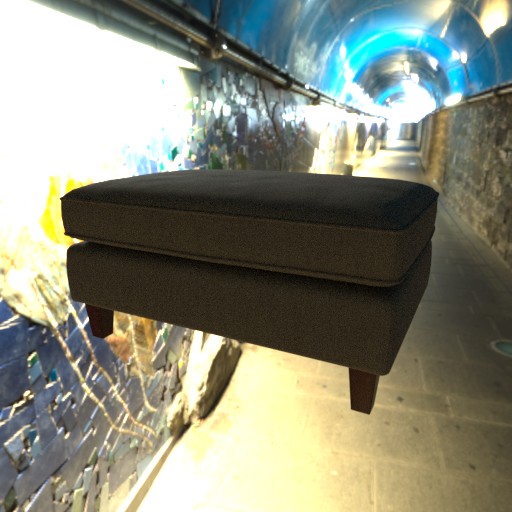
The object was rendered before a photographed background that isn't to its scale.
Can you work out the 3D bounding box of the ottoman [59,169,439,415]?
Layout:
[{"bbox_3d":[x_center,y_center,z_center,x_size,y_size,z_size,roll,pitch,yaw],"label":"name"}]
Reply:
[{"bbox_3d":[0.000,0.000,1.316,0.941,0.480,0.636,8,18,26],"label":"ottoman"}]
